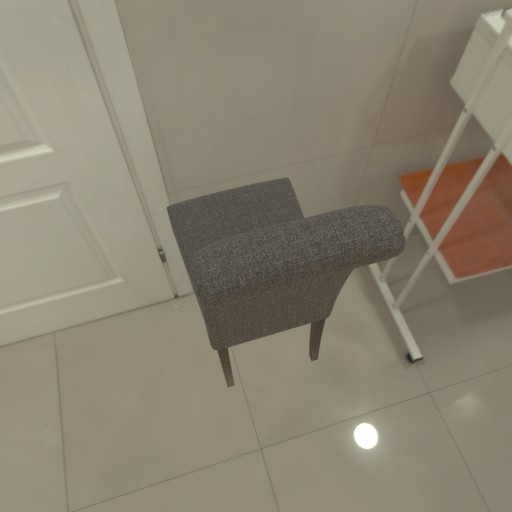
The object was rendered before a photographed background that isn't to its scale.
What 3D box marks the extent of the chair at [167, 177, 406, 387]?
[{"bbox_3d":[0.000,0.000,1.365,0.456,1.006,0.671,-15,60,-9],"label":"chair"}]
